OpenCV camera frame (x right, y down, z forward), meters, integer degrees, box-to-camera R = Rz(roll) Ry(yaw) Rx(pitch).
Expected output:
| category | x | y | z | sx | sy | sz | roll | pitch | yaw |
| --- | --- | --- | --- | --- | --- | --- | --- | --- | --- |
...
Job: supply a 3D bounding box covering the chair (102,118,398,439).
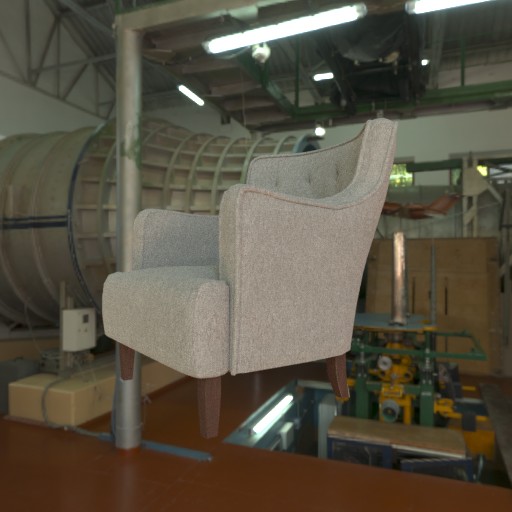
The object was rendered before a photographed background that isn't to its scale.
| category | x | y | z | sx | sy | sz | roll | pitch | yaw |
| --- | --- | --- | --- | --- | --- | --- | --- | --- | --- |
| chair | 0.000 | 0.000 | 1.594 | 0.910 | 0.920 | 0.820 | 0 | 0 | -35 |
